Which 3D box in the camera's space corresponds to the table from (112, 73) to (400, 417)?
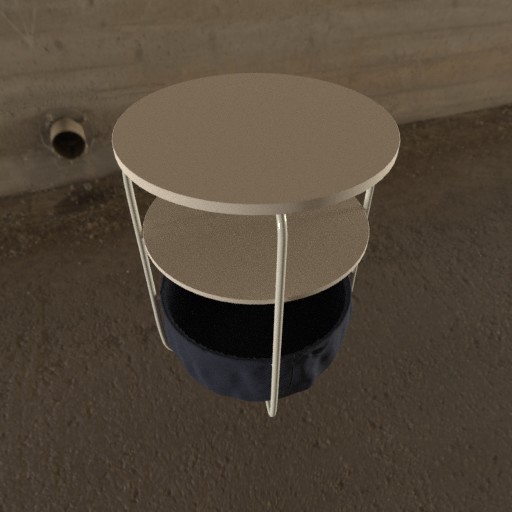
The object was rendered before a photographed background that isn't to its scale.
[{"bbox_3d":[0.000,0.000,0.839,0.418,0.532,0.418,26,48,26],"label":"table"}]
